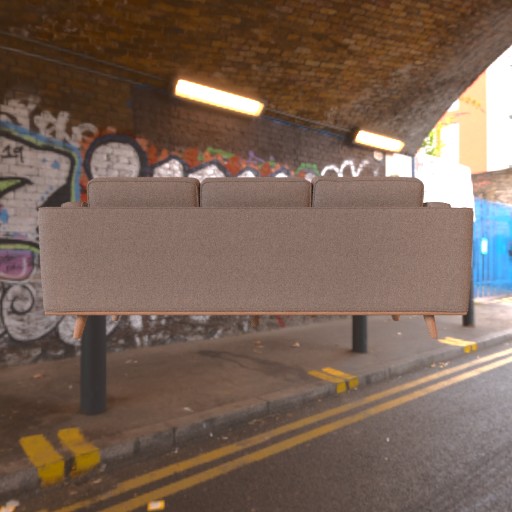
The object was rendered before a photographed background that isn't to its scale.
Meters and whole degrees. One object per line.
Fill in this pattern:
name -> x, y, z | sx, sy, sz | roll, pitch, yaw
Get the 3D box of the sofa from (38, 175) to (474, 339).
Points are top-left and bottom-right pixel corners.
sofa -> 0.000, 0.000, 3.180 | 2.411, 0.929, 1.604 | 0, 0, 0
